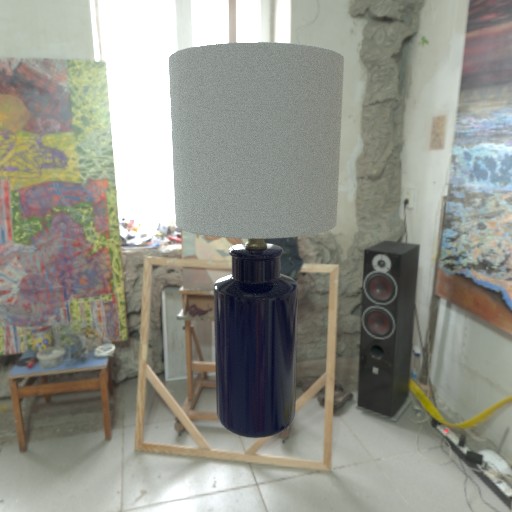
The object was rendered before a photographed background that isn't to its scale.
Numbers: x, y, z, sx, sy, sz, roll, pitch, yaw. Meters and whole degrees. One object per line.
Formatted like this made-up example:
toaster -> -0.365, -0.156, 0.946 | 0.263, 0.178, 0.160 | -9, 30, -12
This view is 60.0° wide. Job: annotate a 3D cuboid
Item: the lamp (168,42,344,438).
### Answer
lamp -> 0.000, 0.000, 0.603 | 0.212, 0.493, 0.212 | -14, 20, -43
